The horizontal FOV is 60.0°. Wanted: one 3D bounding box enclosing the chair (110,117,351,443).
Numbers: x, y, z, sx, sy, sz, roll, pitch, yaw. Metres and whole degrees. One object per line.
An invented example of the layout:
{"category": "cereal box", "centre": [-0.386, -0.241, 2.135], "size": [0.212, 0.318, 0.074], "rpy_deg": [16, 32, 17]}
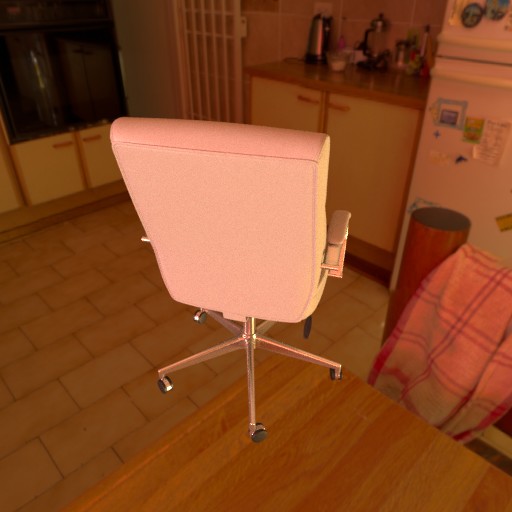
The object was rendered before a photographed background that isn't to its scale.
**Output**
{"category": "chair", "centre": [0.000, 0.000, 1.602], "size": [0.727, 1.099, 0.745], "rpy_deg": [9, 33, 13]}
